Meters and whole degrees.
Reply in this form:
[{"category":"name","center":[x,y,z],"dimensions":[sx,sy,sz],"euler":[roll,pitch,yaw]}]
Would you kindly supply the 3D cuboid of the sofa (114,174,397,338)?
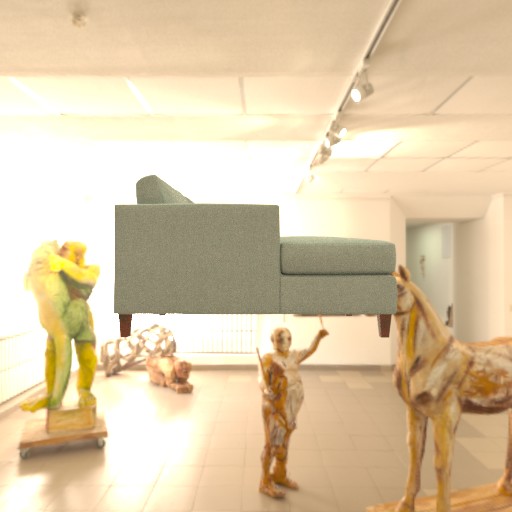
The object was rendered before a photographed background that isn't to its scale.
[{"category":"sofa","center":[0.000,0.000,4.168],"dimensions":[1.600,0.953,3.470],"euler":[0,-1,0]}]
